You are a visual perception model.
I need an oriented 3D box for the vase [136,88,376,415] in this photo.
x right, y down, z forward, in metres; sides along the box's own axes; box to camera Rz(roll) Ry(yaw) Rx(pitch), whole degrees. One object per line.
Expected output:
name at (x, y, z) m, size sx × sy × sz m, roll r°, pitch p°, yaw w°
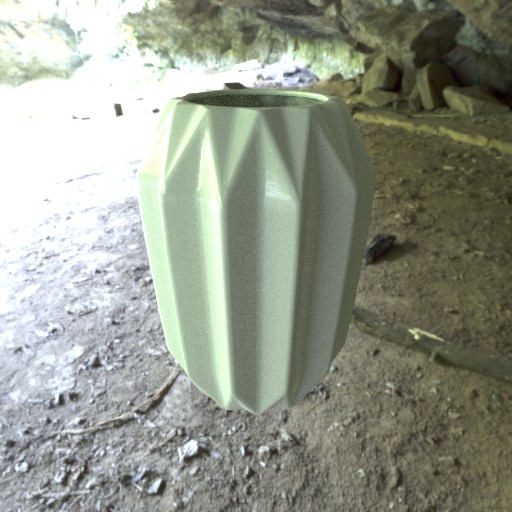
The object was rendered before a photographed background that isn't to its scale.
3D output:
vase at (0.000, 0.000, 0.404) m, size 0.195 × 0.275 × 0.195 m, roll 0°, pitch 26°, yaw 0°
